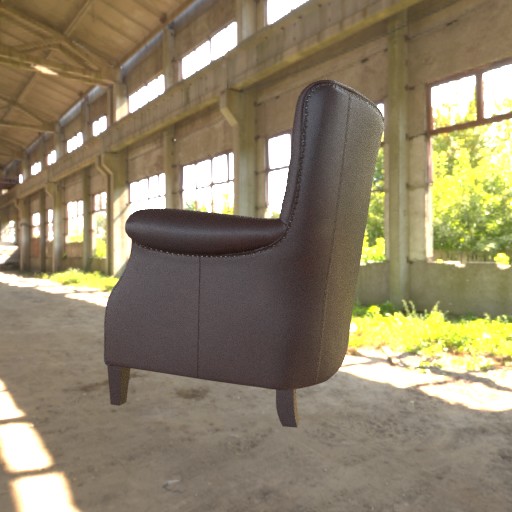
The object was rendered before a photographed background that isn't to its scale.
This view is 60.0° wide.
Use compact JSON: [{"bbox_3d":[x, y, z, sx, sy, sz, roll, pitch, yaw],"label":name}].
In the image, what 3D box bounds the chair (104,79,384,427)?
[{"bbox_3d":[0.000,0.000,1.344,0.746,0.800,0.700,0,1,18],"label":"chair"}]
